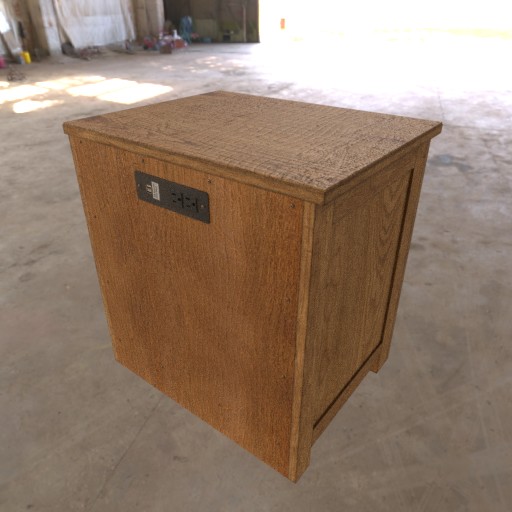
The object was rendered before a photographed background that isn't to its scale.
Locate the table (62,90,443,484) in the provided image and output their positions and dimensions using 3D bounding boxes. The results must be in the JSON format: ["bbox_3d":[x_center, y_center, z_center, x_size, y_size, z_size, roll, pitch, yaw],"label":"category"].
[{"bbox_3d":[0.000,0.000,1.047,0.601,0.625,0.494,21,36,32],"label":"table"}]
